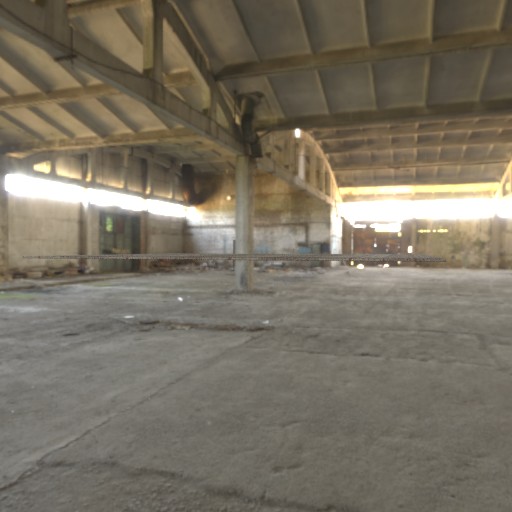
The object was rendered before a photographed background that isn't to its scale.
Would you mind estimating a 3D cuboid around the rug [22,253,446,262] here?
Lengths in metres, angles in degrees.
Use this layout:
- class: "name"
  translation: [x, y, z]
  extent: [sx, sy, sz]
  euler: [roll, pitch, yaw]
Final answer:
- class: "rug"
  translation: [0.000, 0.000, 3.984]
  extent: [2.959, 0.016, 2.317]
  euler: [0, 1, 18]
